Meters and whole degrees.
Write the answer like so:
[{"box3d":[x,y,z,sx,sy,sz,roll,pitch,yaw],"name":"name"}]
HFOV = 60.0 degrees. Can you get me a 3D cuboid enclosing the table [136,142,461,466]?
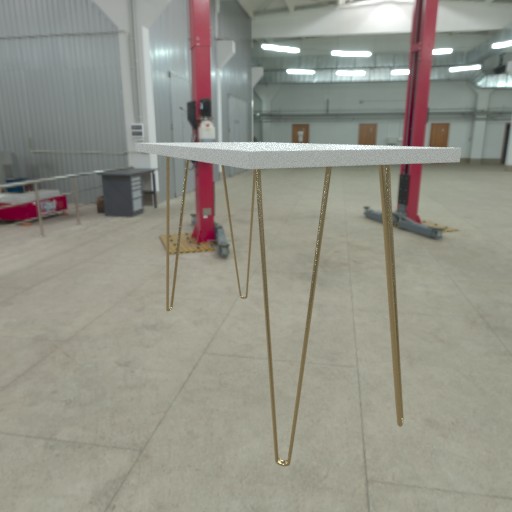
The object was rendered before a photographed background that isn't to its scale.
[{"box3d":[0.000,0.000,1.357,0.498,0.660,0.991,-7,17,-24],"name":"table"}]
